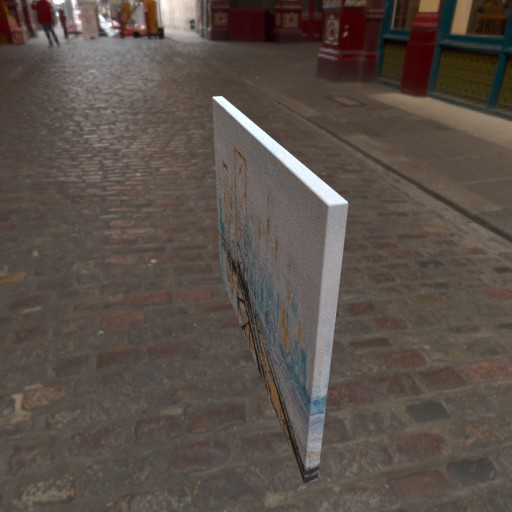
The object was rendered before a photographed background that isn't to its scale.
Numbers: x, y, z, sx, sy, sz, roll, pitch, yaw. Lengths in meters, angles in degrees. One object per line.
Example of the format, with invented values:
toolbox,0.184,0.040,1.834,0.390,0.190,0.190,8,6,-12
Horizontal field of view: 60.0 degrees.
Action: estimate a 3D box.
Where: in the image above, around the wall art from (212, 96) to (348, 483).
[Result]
wall art,0.000,0.000,1.356,0.038,0.762,1.016,-8,31,-14
